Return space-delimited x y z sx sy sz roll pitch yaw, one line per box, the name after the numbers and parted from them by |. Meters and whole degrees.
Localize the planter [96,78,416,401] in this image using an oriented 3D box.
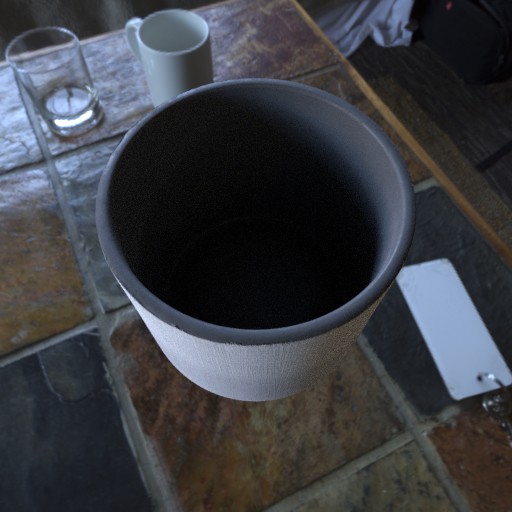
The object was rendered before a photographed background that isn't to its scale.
0.000 0.000 0.390 0.221 0.201 0.221 0 63 0 | planter
